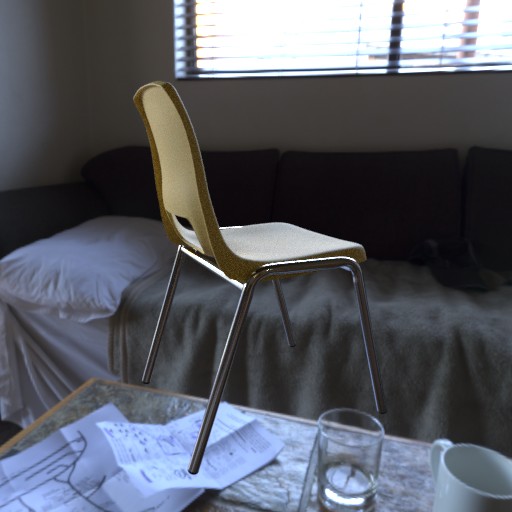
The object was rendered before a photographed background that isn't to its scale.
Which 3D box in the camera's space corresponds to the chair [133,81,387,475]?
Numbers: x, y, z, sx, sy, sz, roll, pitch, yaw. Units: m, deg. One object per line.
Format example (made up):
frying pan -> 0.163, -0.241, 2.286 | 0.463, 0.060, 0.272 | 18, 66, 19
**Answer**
chair -> 0.000, 0.000, 0.926 | 0.436, 0.653, 0.381 | -7, 16, -26
